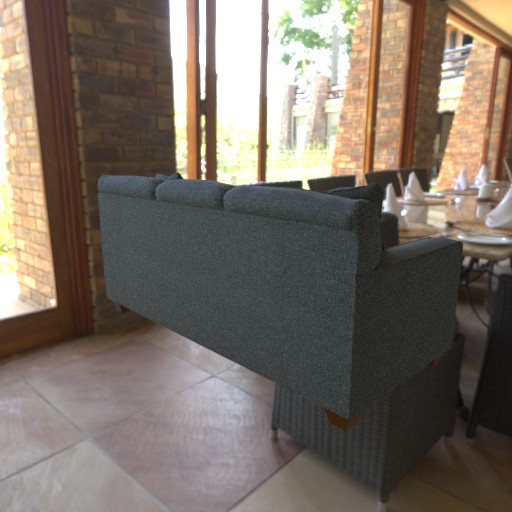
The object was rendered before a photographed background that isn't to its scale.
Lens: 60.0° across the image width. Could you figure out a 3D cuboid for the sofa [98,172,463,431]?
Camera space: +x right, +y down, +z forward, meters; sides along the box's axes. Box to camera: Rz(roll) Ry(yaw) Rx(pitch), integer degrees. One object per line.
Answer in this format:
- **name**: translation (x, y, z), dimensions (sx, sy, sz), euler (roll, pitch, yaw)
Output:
- **sofa**: translation (0.000, 0.000, 2.610), dimensions (0.997, 0.958, 2.024), euler (-13, 18, -43)
